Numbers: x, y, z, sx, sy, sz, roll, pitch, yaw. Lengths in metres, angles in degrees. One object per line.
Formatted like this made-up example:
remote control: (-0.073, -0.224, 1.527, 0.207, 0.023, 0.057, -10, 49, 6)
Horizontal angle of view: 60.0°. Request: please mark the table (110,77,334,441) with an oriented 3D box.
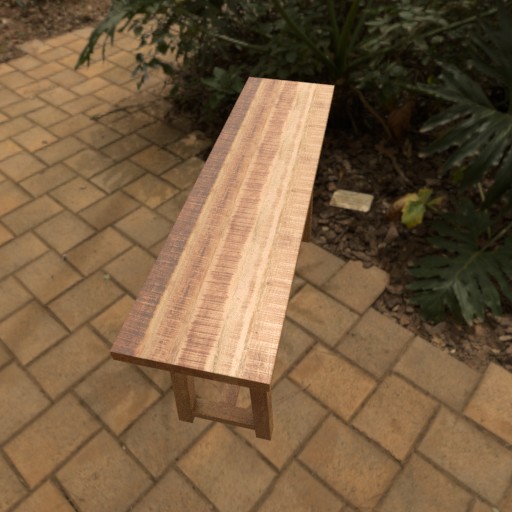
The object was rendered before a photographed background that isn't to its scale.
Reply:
table: (0.000, 0.000, 1.870, 0.405, 0.810, 1.524, 9, 48, 8)
